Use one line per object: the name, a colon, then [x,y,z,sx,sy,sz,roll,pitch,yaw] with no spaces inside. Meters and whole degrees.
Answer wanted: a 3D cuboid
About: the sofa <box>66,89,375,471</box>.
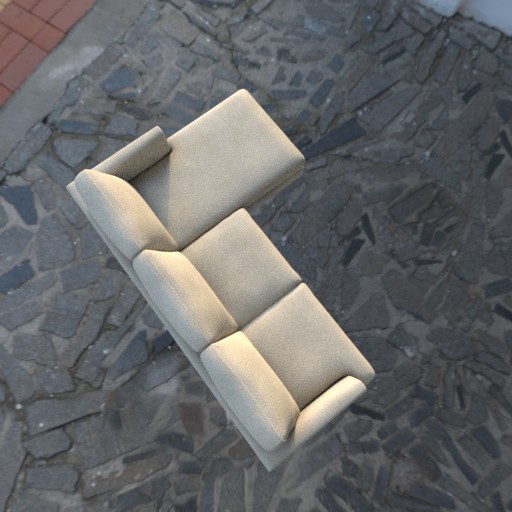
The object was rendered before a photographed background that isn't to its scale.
sofa: [0.000,0.000,3.063,1.504,0.956,2.233,-37,79,-8]
